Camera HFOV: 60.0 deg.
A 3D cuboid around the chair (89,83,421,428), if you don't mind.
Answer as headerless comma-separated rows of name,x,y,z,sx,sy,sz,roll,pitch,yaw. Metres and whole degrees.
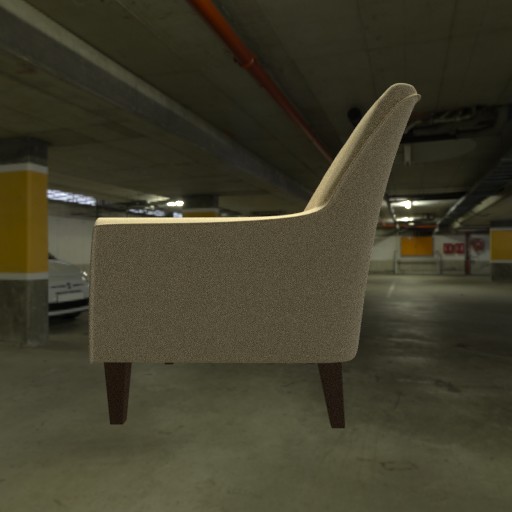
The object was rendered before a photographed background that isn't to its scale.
chair,0.000,0.000,1.553,0.899,0.919,0.780,0,0,1
